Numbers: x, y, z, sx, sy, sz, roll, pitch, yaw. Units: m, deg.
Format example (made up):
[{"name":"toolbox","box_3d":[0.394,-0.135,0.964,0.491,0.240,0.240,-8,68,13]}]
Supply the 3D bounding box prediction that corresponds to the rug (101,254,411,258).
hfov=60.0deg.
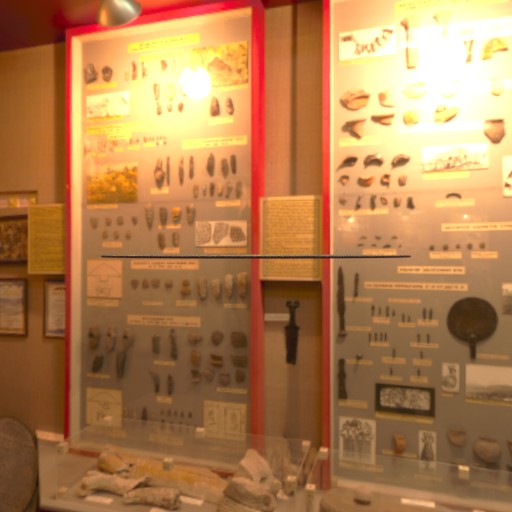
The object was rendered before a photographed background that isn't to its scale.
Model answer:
[{"name":"rug","box_3d":[0.000,0.000,2.412,1.591,0.010,1.591,0,0,0]}]
